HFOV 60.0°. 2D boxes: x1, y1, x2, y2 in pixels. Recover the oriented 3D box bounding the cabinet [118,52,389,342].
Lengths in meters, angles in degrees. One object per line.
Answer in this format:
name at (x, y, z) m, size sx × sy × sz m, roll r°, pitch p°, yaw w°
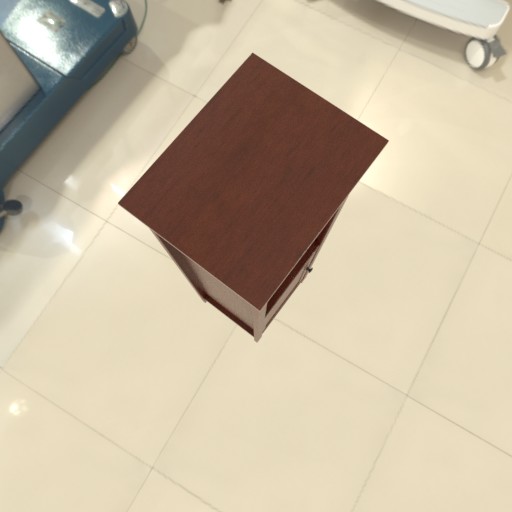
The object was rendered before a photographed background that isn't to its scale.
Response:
cabinet at (0.000, 0.000, 1.746) m, size 0.401 × 1.518 × 0.500 m, roll 36°, pitch 78°, yaw 9°
